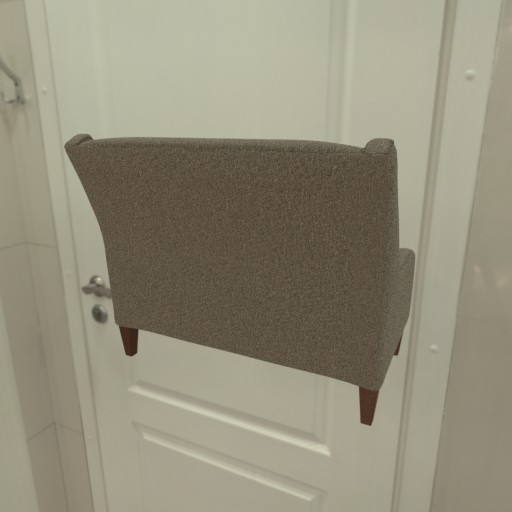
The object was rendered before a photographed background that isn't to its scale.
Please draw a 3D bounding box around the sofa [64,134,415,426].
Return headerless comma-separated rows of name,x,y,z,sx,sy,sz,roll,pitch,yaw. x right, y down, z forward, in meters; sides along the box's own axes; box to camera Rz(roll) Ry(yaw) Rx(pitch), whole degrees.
sofa,0.000,0.000,1.923,1.242,1.026,0.862,8,19,25
